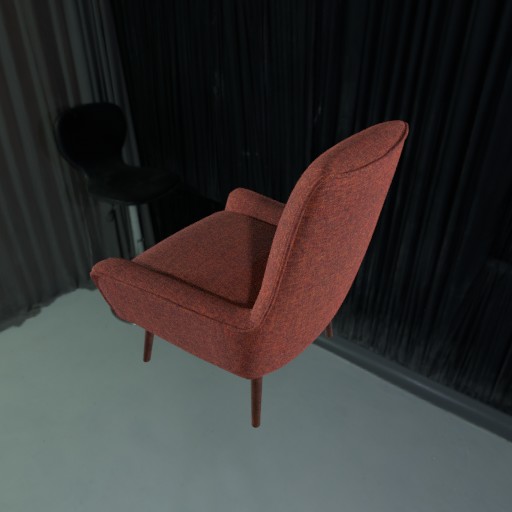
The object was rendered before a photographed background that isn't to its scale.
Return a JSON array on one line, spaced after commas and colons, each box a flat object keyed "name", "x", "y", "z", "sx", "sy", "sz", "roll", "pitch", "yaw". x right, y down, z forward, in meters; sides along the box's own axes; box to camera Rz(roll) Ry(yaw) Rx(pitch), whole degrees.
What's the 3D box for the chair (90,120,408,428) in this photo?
[{"name": "chair", "x": 0.000, "y": 0.000, "z": 1.501, "sx": 0.784, "sy": 0.911, "sz": 0.803, "roll": 20, "pitch": 37, "yaw": 29}]
